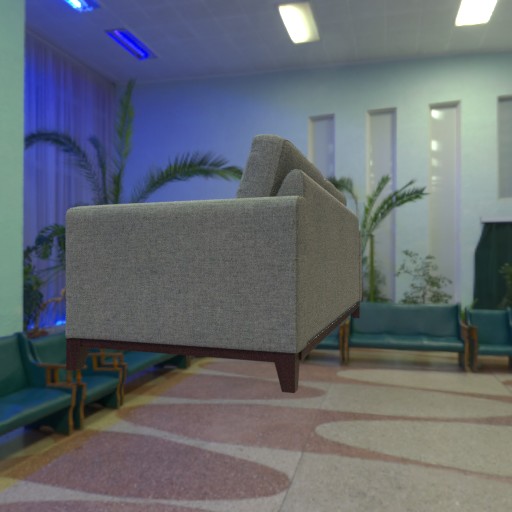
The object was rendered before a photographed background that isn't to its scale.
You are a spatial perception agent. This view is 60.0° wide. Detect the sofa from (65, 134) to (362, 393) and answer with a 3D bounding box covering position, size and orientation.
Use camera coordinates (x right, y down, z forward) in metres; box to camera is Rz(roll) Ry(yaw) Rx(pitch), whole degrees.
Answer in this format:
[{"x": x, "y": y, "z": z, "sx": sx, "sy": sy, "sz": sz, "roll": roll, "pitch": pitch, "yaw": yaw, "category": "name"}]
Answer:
[{"x": 0.000, "y": 0.000, "z": 2.487, "sx": 0.969, "sy": 0.892, "sz": 1.978, "roll": 0, "pitch": 0, "yaw": 19, "category": "sofa"}]
